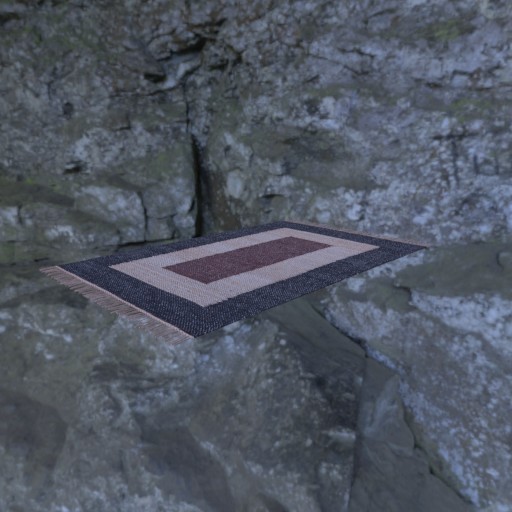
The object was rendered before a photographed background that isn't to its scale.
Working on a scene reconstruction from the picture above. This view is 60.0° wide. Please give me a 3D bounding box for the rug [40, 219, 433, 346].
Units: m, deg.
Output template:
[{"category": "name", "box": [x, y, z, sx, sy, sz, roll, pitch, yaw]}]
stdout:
[{"category": "rug", "box": [0.000, 0.000, 2.585, 2.021, 0.027, 1.224, -15, 21, -43]}]
